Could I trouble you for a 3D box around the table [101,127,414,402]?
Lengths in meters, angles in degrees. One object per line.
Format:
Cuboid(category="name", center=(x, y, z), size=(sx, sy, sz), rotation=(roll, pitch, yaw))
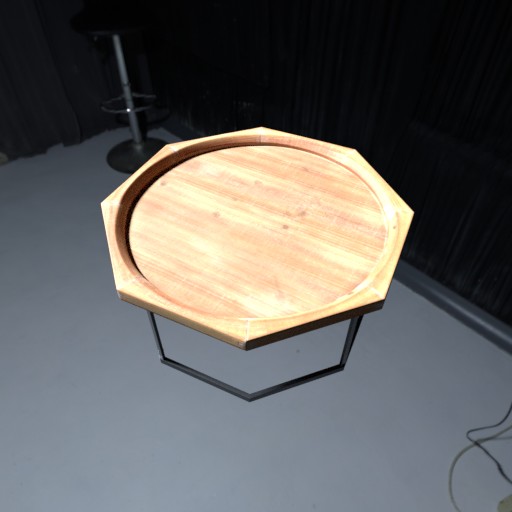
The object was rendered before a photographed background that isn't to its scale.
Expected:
Cuboid(category="table", center=(0.000, 0.000, 1.572), size=(1.002, 0.444, 1.002), rotation=(0, 46, 0))
